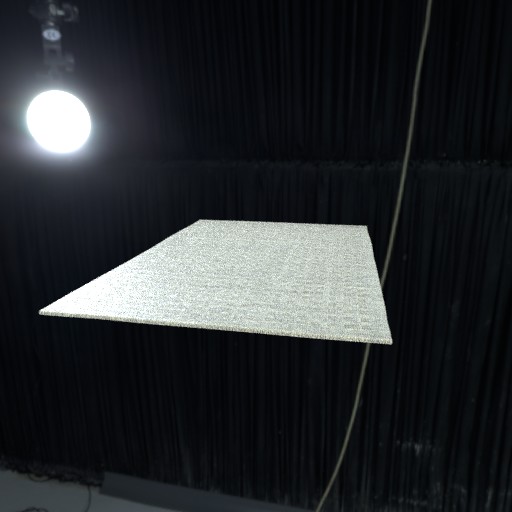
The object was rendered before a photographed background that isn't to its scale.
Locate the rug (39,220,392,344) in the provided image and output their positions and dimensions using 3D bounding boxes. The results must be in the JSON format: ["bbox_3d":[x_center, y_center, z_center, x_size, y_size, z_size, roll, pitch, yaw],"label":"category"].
[{"bbox_3d":[0.000,0.000,2.931,1.532,0.018,2.297,3,15,11],"label":"rug"}]
